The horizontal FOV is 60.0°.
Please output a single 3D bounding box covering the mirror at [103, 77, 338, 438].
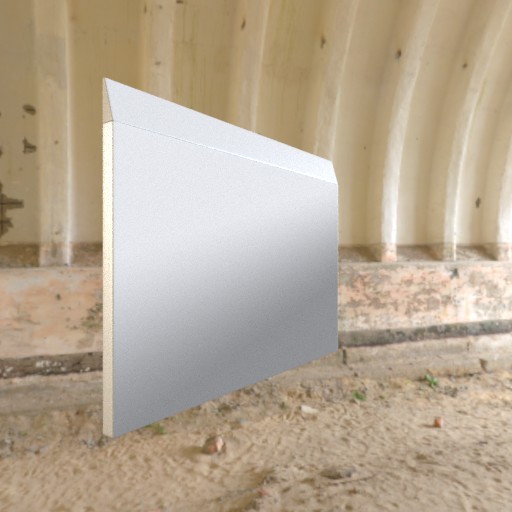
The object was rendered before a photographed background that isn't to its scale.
[{"bbox_3d":[0.000,0.000,1.123,0.030,0.630,0.870,0,0,37],"label":"mirror"}]
